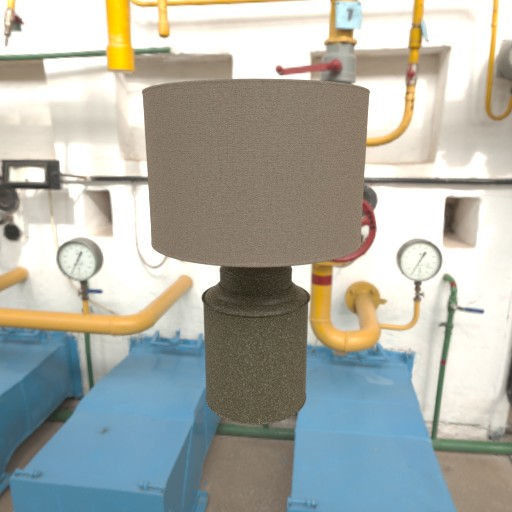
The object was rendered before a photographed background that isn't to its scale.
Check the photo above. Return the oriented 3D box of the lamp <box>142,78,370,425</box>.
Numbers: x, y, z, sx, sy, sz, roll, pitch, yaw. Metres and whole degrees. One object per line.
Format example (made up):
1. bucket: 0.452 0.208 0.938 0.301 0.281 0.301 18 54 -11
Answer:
1. lamp: 0.000 0.000 0.696 0.318 0.486 0.318 0 14 0
